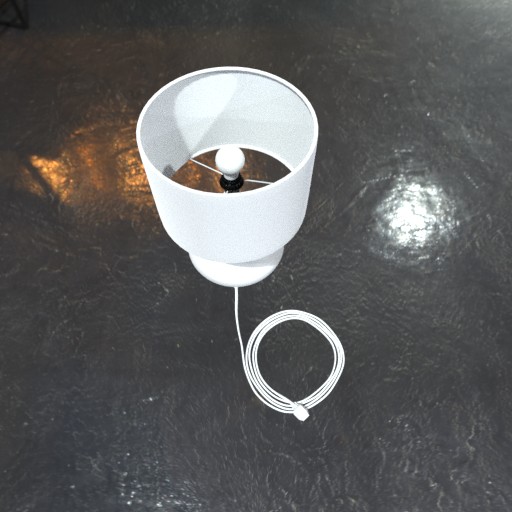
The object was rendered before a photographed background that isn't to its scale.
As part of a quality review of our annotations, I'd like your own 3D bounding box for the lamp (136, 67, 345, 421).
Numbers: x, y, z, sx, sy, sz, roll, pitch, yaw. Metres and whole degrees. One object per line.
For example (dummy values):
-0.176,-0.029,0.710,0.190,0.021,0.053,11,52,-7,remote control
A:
0.000,0.000,0.878,0.401,0.457,0.546,0,59,0,lamp
